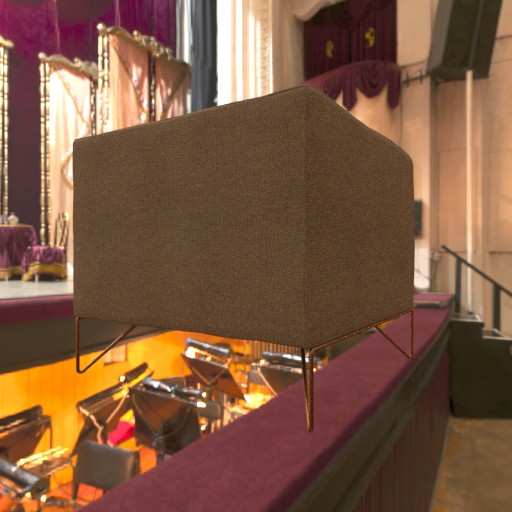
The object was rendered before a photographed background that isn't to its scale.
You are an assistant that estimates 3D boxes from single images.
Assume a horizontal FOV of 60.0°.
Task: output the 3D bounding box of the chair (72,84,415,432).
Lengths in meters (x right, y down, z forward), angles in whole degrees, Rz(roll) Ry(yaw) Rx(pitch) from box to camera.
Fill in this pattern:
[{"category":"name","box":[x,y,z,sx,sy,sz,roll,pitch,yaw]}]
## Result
[{"category":"chair","box":[0.000,0.000,1.610,0.920,0.799,0.912,0,1,34]}]
